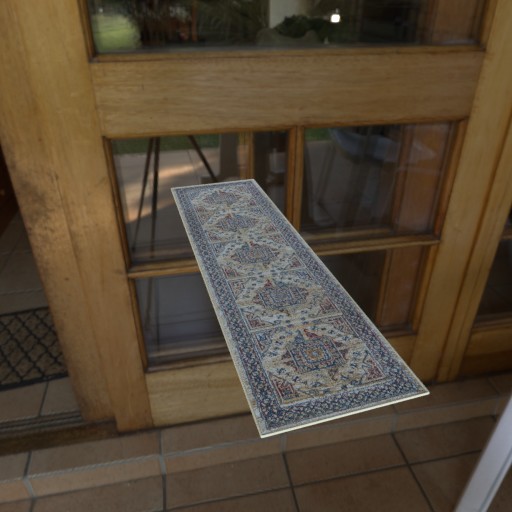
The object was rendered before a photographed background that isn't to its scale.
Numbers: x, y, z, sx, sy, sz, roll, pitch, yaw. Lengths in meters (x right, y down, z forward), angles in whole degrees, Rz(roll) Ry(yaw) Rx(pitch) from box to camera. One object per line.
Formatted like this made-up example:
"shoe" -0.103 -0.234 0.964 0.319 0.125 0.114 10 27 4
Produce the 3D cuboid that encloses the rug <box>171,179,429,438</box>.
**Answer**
"rug" 0.000 0.000 2.516 0.661 0.013 2.297 -9 32 -14
